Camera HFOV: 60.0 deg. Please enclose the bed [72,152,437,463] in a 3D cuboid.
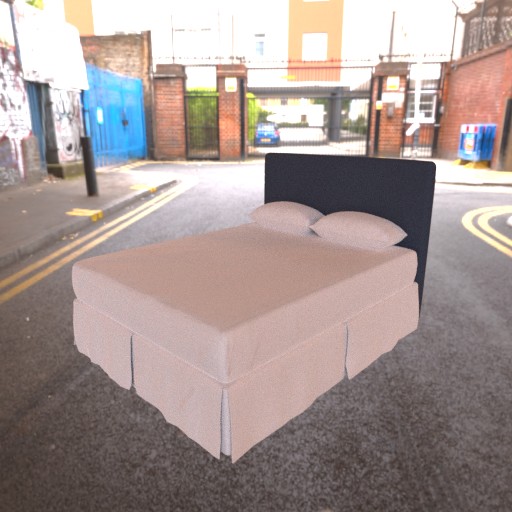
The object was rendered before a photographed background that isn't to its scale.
[{"bbox_3d":[0.000,0.000,3.207,1.713,1.330,2.162,15,22,42],"label":"bed"}]
